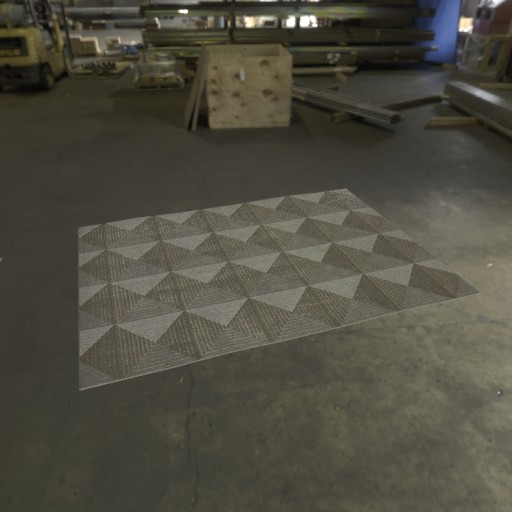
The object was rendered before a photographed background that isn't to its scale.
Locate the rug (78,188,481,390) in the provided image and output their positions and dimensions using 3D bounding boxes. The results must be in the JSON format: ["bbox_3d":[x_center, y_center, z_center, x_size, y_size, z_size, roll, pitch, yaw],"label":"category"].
[{"bbox_3d":[0.000,0.000,4.392,3.333,0.027,2.428,-10,33,-16],"label":"rug"}]
